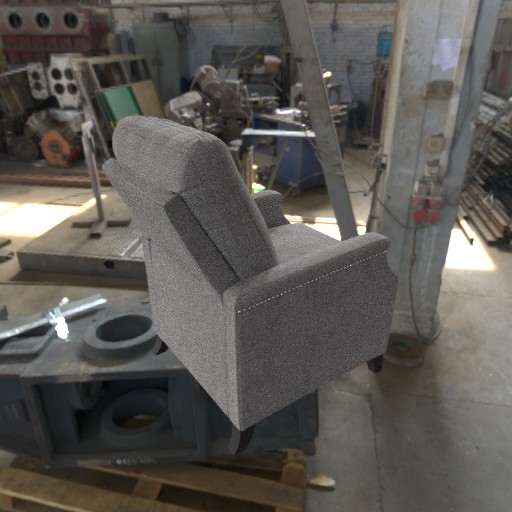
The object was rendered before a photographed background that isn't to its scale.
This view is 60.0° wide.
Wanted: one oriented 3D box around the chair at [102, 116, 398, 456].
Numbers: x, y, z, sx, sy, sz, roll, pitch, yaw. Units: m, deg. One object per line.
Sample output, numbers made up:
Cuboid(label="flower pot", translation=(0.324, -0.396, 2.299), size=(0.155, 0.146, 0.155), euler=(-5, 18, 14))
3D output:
Cuboid(label="chair", translation=(0.000, 0.000, 1.695), size=(0.922, 1.049, 0.710), euler=(-17, 31, -31))
